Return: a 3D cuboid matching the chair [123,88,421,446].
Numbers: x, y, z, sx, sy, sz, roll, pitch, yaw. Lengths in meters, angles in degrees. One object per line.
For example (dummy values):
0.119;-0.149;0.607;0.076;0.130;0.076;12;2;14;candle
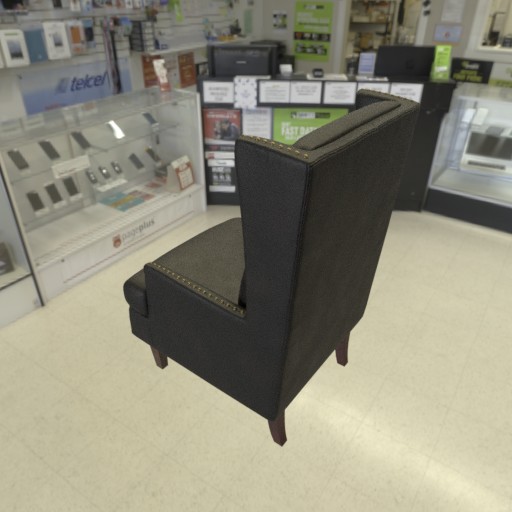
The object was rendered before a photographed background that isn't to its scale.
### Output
0.000;0.000;1.653;0.799;1.142;0.703;22;38;30;chair
